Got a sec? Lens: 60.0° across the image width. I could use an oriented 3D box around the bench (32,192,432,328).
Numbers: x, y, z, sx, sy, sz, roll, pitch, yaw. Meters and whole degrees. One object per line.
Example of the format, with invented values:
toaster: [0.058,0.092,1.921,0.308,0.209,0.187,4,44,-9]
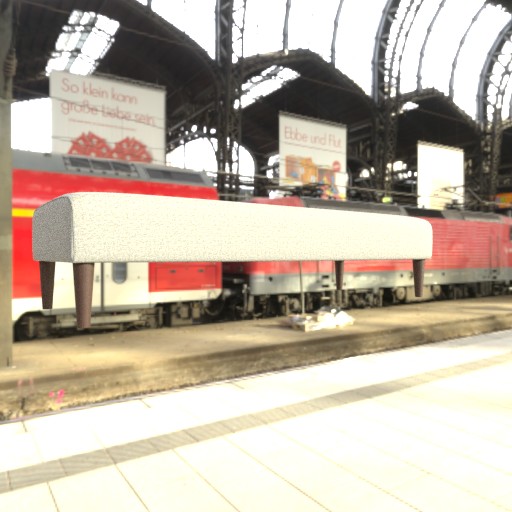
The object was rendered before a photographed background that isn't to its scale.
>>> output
bench: [0.000,0.000,1.839,1.598,0.383,0.631,0,0,-35]
